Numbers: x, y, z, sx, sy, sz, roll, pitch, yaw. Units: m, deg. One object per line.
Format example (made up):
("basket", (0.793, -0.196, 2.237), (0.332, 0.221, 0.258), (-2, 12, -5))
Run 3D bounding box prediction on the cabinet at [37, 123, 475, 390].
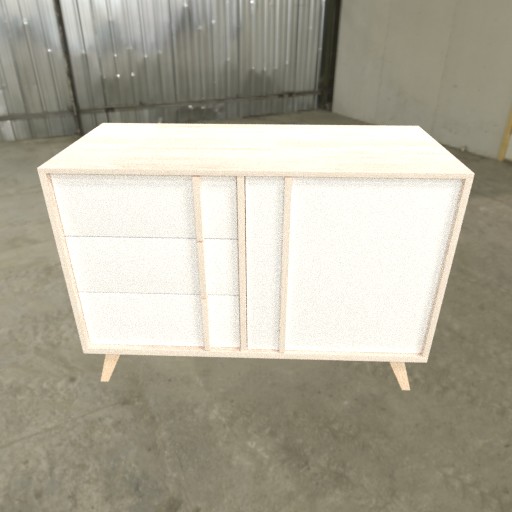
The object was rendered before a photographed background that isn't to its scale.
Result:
("cabinet", (0.000, 0.000, 1.533), (1.110, 0.780, 0.500), (1, 30, 2))
